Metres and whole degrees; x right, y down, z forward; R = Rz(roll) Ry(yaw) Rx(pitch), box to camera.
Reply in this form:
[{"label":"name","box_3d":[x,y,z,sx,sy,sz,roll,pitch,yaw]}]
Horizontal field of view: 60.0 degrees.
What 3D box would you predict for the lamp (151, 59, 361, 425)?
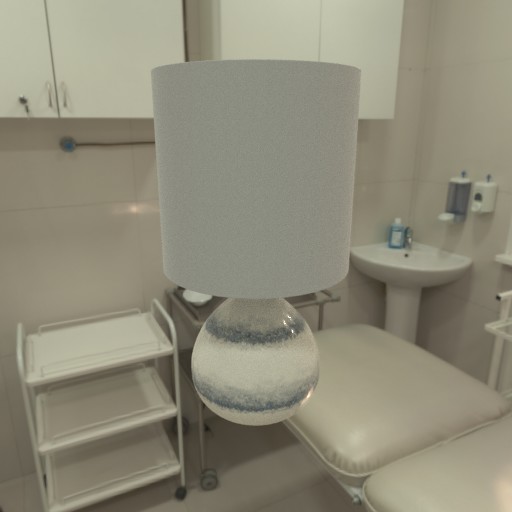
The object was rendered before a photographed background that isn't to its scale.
[{"label":"lamp","box_3d":[0.000,0.000,0.526,0.216,0.404,0.216,-8,19,-26]}]
